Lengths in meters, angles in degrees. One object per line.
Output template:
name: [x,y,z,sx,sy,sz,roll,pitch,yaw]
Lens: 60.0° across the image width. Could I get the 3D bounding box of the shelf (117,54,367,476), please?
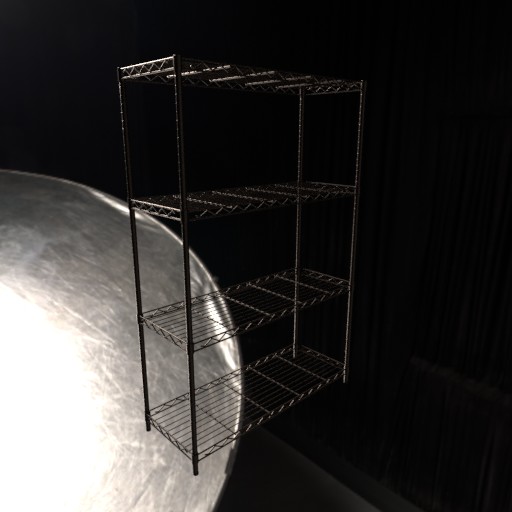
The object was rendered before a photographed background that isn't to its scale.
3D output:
shelf: [0.000,0.000,1.785,0.907,1.361,0.352,-14,21,-41]
